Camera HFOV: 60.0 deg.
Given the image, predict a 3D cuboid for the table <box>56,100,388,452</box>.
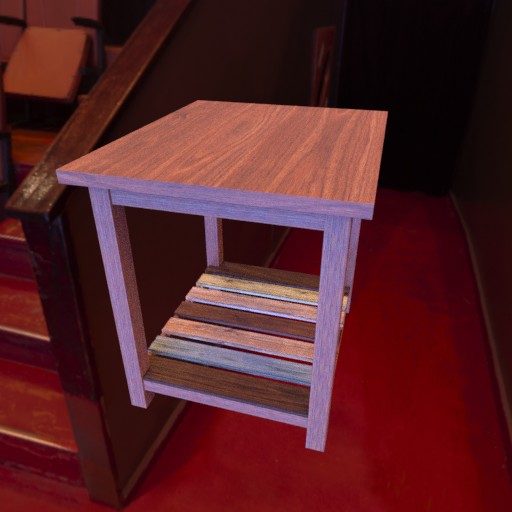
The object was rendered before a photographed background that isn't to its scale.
[{"bbox_3d":[0.000,0.000,1.162,0.559,0.635,0.660,8,31,14],"label":"table"}]
